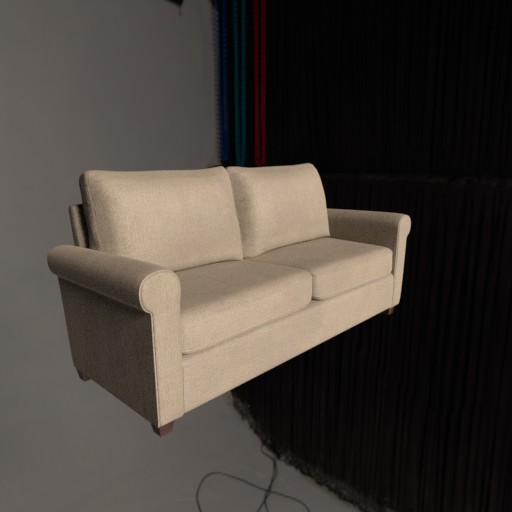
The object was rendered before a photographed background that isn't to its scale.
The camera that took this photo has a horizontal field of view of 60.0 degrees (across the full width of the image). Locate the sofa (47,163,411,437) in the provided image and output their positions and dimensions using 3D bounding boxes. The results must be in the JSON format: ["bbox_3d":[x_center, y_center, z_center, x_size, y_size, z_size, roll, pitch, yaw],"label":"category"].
[{"bbox_3d":[0.000,0.000,2.394,0.842,0.942,1.935,13,18,42],"label":"sofa"}]
